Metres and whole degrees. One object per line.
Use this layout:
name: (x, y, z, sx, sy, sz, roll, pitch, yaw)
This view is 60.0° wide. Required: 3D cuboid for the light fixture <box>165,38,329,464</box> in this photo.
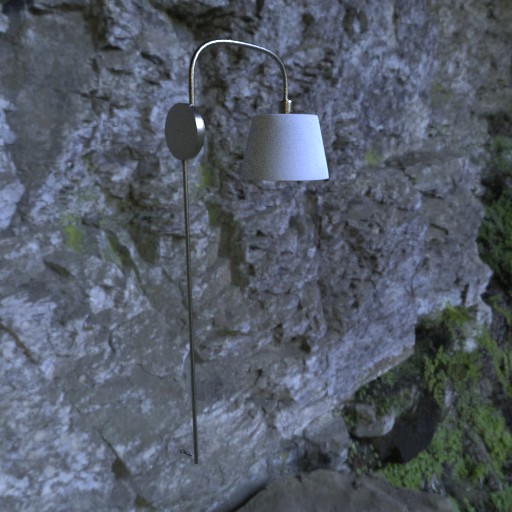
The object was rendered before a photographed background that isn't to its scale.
light fixture: (0.000, 0.000, 0.454, 0.092, 0.399, 0.176, 14, 20, 43)
